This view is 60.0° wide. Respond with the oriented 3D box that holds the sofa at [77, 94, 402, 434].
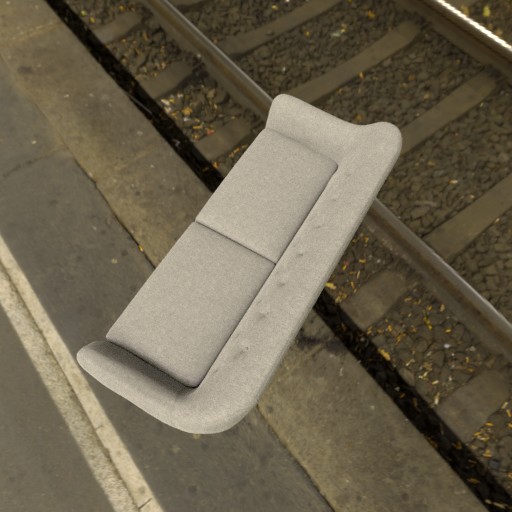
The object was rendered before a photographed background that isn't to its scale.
[{"bbox_3d":[0.000,0.000,2.321,0.820,0.820,1.840,28,67,13],"label":"sofa"}]
